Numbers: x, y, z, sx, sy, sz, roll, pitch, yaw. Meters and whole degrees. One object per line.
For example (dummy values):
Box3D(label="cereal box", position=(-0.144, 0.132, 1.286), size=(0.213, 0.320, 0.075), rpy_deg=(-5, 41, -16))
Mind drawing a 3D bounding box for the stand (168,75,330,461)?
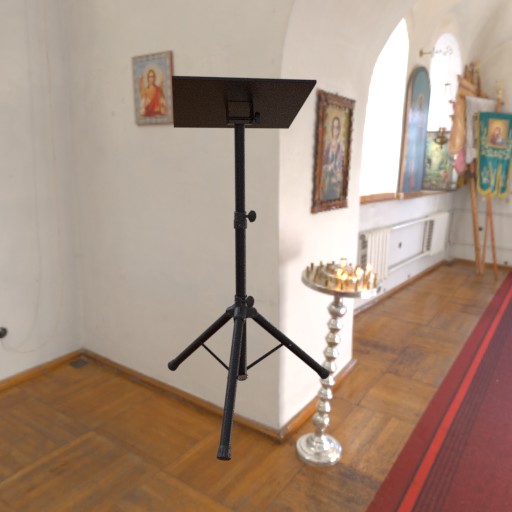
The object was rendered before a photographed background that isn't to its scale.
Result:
Box3D(label="stand", position=(0.000, 0.000, 1.636), size=(0.702, 1.198, 0.702), rpy_deg=(-2, 13, -10))
